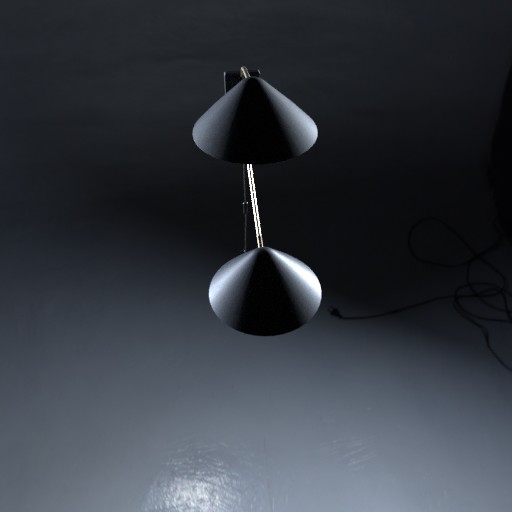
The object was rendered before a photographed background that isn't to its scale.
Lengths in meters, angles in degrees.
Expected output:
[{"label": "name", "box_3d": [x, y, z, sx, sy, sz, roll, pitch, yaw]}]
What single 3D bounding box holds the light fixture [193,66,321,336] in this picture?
[{"label": "light fixture", "box_3d": [0.000, 0.000, 0.857, 0.189, 0.665, 0.422, -5, 46, -5]}]
